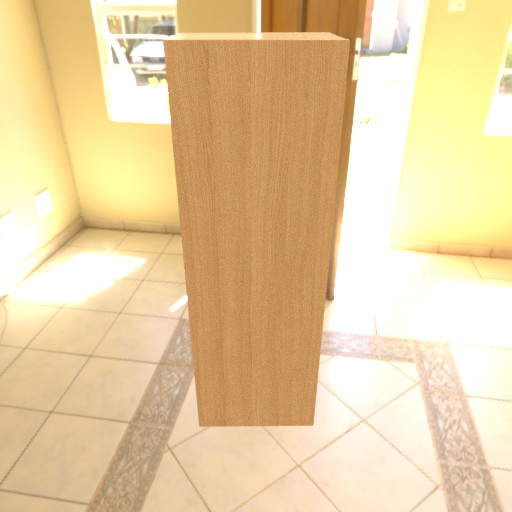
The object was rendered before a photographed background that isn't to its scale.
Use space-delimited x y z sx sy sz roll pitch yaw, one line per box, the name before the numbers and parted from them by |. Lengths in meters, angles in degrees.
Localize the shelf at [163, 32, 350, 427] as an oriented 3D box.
shelf | 0.000 0.000 0.989 0.290 0.882 0.197 0 30 -1
